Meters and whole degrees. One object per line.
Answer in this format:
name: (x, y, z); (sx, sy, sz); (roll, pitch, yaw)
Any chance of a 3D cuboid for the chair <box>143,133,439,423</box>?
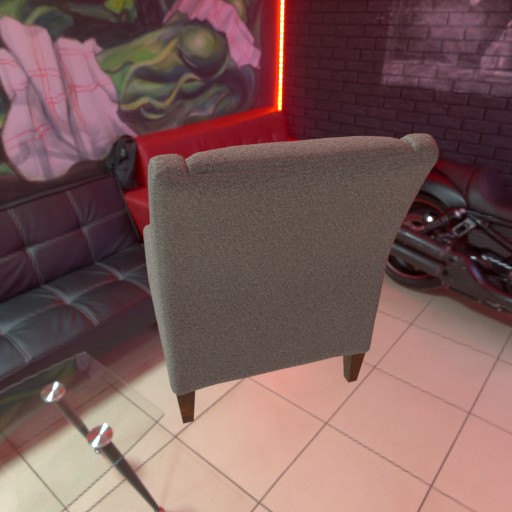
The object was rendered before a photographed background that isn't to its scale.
chair: (0.000, 0.000, 1.644); (0.774, 1.016, 0.870); (-9, 30, -16)
